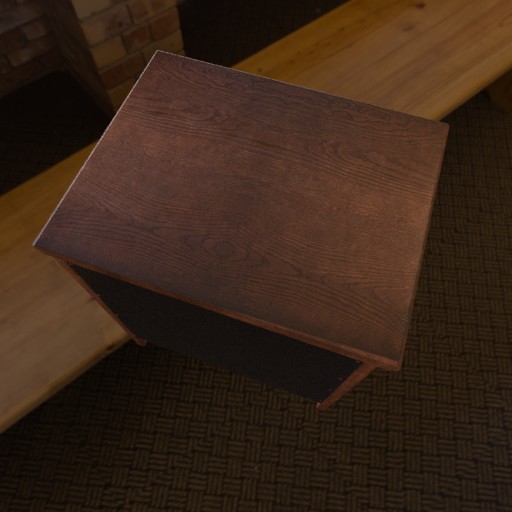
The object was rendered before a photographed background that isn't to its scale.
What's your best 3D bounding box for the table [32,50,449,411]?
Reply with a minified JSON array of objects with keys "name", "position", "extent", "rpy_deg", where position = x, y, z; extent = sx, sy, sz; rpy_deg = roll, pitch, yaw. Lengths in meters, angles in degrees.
[{"name":"table","position":[0.000,0.000,1.014],"extent":[0.586,0.597,0.461],"rpy_deg":[17,66,8]}]
